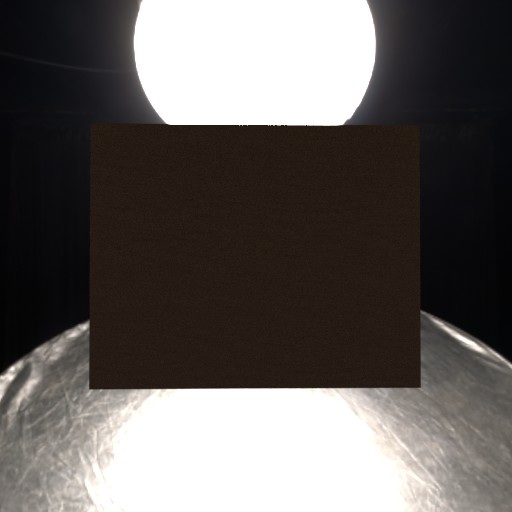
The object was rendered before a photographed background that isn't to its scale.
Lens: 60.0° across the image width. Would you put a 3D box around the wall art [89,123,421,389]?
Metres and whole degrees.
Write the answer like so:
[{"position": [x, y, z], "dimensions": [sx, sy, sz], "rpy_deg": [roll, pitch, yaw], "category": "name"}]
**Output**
[{"position": [0.000, 0.000, 0.687], "dimensions": [0.508, 0.406, 0.013], "rpy_deg": [0, -1, -1], "category": "wall art"}]
